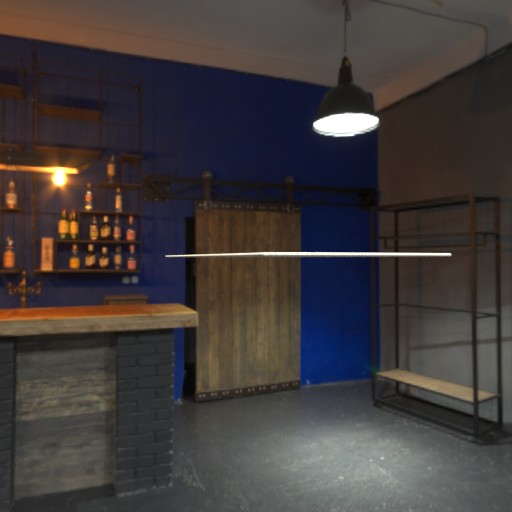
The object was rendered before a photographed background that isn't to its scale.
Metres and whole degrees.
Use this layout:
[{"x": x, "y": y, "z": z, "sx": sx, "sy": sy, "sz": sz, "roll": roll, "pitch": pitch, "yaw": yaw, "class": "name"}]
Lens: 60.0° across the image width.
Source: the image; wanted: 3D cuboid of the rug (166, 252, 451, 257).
[{"x": 0.000, "y": 0.000, "z": 2.745, "sx": 0.793, "sy": 0.014, "sz": 2.450, "roll": 0, "pitch": 0, "yaw": -19, "class": "rug"}]
